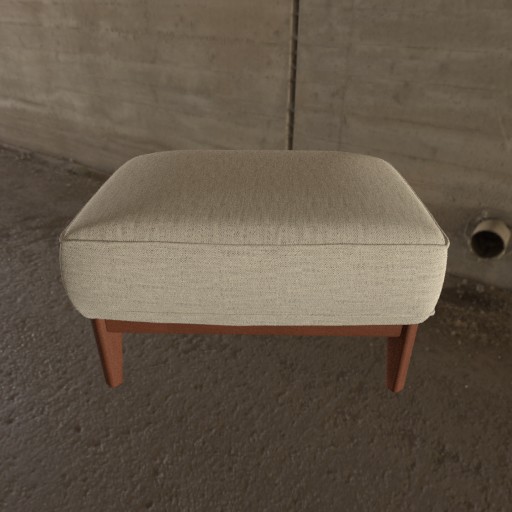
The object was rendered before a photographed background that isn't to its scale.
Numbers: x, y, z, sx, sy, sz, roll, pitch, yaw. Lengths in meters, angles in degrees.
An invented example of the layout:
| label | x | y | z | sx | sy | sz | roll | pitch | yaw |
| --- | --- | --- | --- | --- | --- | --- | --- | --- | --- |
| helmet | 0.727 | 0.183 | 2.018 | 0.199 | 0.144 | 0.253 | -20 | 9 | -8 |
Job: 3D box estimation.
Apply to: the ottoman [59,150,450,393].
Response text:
| label | x | y | z | sx | sy | sz | roll | pitch | yaw |
| --- | --- | --- | --- | --- | --- | --- | --- | --- | --- |
| ottoman | 0.000 | 0.000 | 1.171 | 0.794 | 0.465 | 0.594 | 1 | 31 | 1 |
